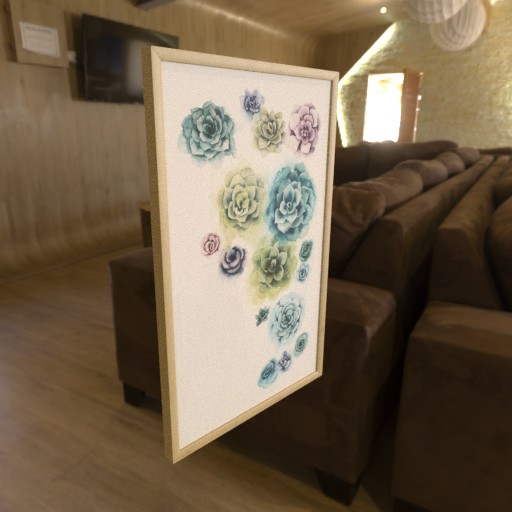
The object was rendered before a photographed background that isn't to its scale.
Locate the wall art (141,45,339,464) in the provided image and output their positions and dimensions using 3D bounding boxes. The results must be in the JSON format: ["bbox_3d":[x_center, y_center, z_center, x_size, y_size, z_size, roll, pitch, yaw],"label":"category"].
[{"bbox_3d":[0.000,0.000,1.003,0.510,0.810,0.039,-15,22,-42],"label":"wall art"}]
